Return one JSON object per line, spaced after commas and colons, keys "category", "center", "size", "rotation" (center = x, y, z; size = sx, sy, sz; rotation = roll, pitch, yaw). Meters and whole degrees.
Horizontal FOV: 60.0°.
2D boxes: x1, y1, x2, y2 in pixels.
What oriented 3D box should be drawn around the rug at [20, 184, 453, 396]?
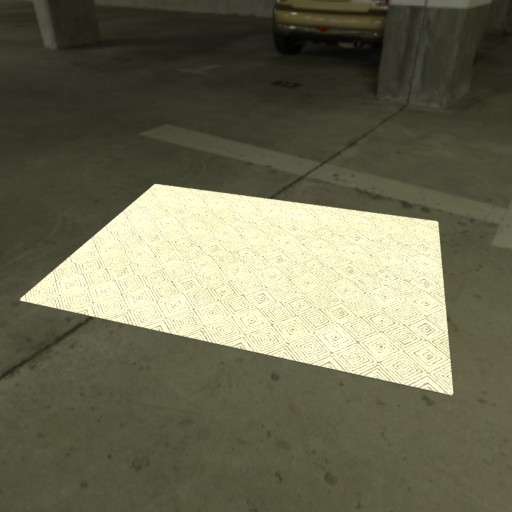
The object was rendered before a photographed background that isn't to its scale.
{"category": "rug", "center": [0.000, 0.000, 2.800], "size": [2.238, 0.008, 1.593], "rotation": [9, 35, 14]}
